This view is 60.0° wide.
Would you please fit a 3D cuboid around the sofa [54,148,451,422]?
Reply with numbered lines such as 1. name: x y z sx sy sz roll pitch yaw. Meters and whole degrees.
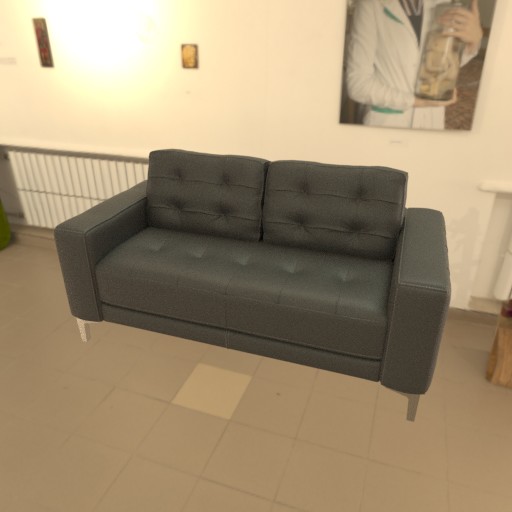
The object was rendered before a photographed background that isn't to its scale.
1. sofa: 0.000 0.000 2.190 1.726 0.893 0.833 9 28 17
